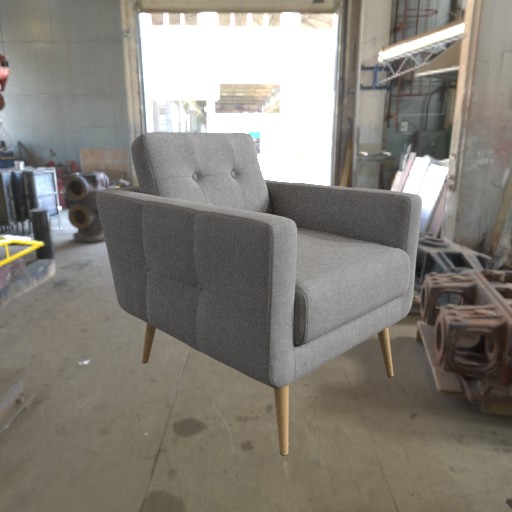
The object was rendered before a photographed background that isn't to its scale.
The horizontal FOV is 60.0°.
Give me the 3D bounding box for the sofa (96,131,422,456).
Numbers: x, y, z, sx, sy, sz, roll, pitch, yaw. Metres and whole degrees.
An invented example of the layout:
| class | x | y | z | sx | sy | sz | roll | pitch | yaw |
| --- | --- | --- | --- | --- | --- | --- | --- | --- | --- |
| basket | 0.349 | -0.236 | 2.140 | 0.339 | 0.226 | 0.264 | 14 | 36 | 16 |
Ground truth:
| class | x | y | z | sx | sy | sz | roll | pitch | yaw |
| --- | --- | --- | --- | --- | --- | --- | --- | --- | --- |
| sofa | 0.000 | 0.000 | 1.590 | 0.770 | 0.860 | 0.920 | -15 | 21 | -43 |
